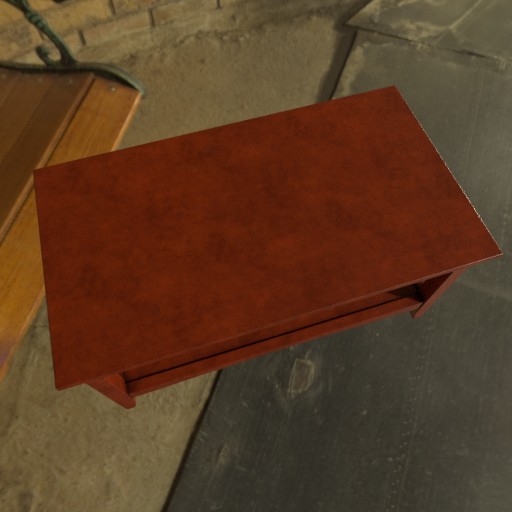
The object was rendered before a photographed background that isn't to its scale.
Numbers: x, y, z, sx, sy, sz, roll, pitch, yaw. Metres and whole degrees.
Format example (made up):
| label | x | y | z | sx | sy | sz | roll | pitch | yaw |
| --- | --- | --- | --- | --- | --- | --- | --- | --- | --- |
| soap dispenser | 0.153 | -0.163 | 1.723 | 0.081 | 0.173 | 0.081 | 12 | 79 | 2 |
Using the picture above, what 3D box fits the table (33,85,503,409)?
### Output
| label | x | y | z | sx | sy | sz | roll | pitch | yaw |
| --- | --- | --- | --- | --- | --- | --- | --- | --- | --- |
| table | 0.000 | 0.000 | 1.199 | 0.943 | 0.456 | 0.533 | -16 | 64 | -8 |
